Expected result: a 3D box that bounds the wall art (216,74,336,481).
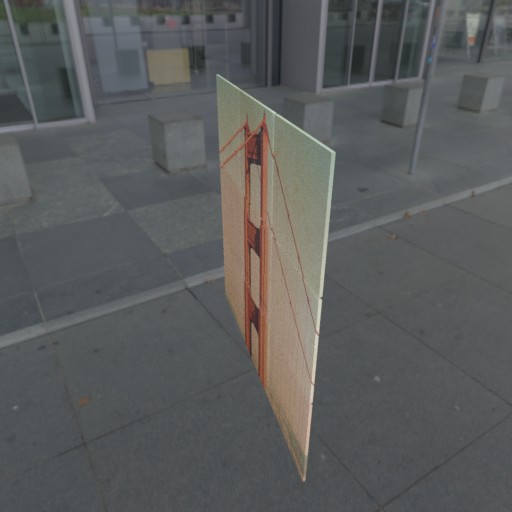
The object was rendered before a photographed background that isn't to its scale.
[{"bbox_3d":[0.000,0.000,2.257,0.013,1.523,1.517,-9,31,-14],"label":"wall art"}]
